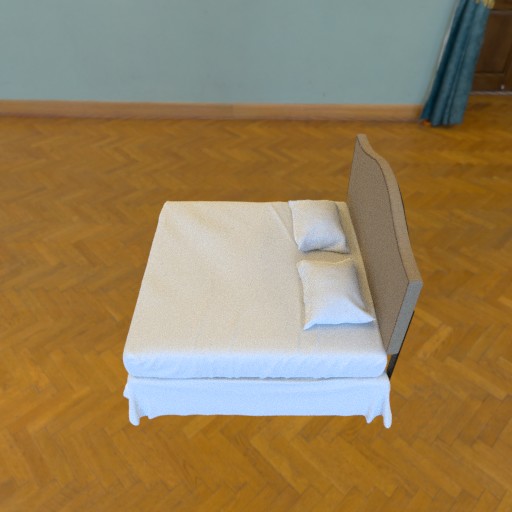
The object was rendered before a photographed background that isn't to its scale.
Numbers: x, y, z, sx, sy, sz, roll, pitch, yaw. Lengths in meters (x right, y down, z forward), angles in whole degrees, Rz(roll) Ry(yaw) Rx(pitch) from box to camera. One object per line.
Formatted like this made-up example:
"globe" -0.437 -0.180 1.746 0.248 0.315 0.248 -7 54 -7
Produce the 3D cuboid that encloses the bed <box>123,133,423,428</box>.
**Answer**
"bed" 0.000 0.000 3.841 2.222 1.651 2.311 0 42 0
